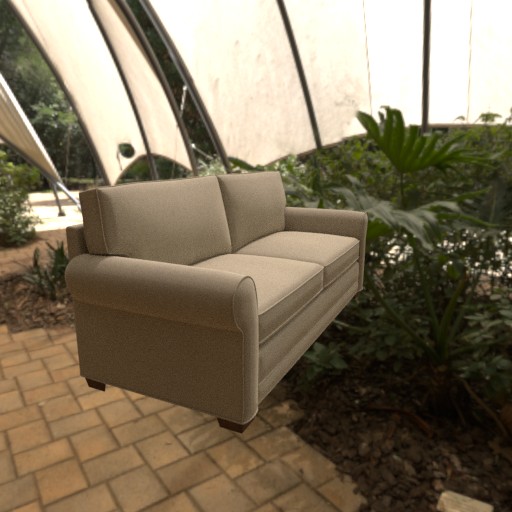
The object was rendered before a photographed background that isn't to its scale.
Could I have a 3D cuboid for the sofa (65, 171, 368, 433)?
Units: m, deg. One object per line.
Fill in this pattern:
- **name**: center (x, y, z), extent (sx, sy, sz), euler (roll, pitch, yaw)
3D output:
- **sofa**: center (0.000, 0.000, 2.683), extent (0.901, 0.962, 2.146), euler (6, 15, 25)
